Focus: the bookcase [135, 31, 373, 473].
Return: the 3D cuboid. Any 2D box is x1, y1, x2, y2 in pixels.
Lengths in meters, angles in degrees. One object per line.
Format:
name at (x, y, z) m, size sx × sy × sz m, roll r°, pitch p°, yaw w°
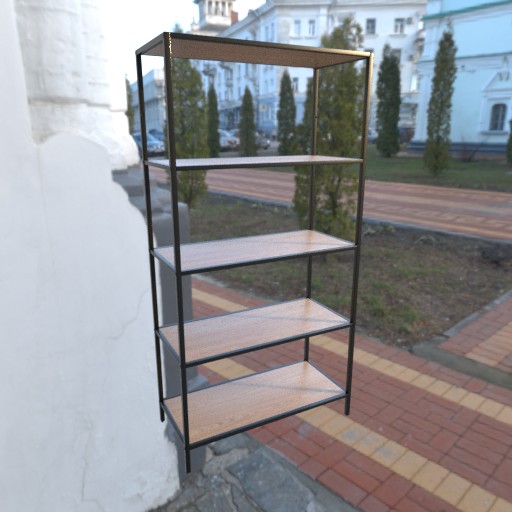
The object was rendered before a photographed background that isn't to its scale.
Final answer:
bookcase at (0.000, 0.000, 1.769) m, size 0.770 × 1.500 × 0.350 m, roll -8°, pitch 18°, yaw -27°
